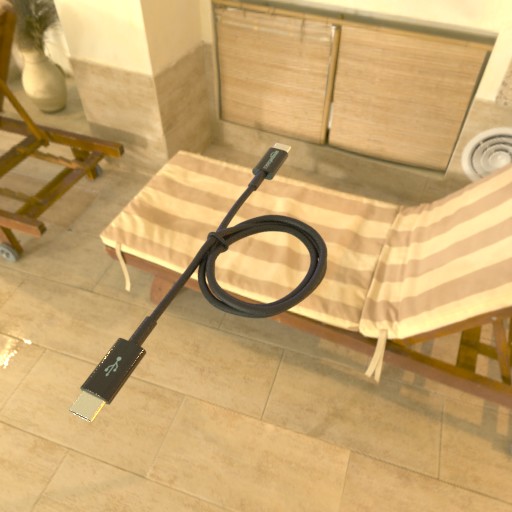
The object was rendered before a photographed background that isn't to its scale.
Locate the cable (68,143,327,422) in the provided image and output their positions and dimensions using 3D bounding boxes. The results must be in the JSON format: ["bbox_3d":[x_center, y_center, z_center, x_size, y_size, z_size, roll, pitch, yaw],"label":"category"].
[{"bbox_3d":[0.000,0.000,0.223,0.070,0.014,0.203,19,50,16],"label":"cable"}]
